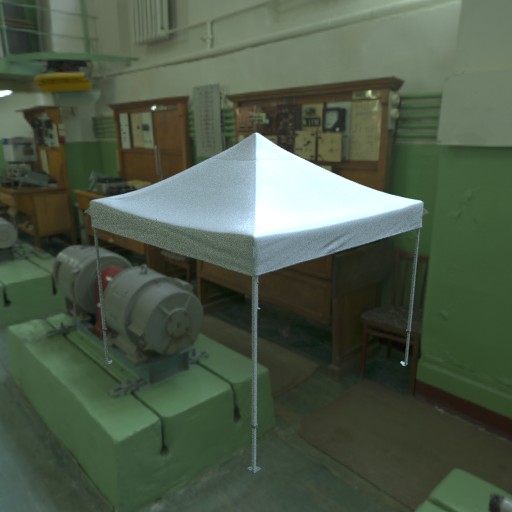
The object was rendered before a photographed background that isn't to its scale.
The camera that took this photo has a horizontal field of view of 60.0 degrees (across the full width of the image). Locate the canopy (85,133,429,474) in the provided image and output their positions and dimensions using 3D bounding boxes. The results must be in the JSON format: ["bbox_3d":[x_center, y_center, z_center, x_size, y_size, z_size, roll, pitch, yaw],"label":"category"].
[{"bbox_3d":[0.000,0.000,5.596,2.996,2.998,2.994,-14,20,-43],"label":"canopy"}]
